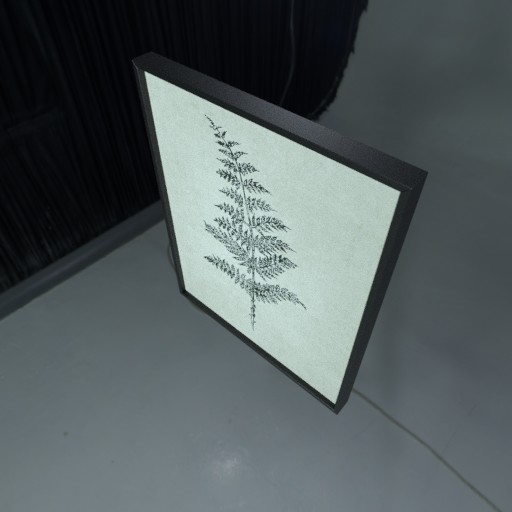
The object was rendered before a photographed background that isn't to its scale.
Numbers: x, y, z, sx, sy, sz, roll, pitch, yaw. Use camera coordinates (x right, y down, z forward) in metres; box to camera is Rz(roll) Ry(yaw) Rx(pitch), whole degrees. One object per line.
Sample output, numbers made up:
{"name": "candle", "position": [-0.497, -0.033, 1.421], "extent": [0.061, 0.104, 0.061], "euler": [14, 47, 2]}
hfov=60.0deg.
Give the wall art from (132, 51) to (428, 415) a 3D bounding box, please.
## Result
{"name": "wall art", "position": [0.000, 0.000, 0.760], "extent": [0.449, 0.555, 0.039], "euler": [33, 56, 26]}
